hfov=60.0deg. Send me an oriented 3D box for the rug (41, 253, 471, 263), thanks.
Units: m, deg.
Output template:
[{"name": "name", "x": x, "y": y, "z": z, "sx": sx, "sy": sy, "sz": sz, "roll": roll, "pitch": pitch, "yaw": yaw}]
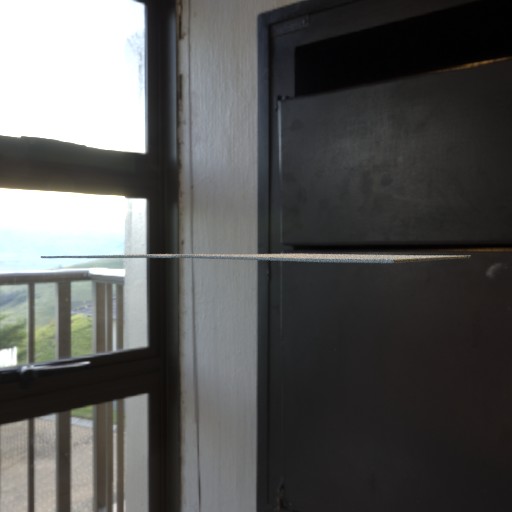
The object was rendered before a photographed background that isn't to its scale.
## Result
[{"name": "rug", "x": 0.000, "y": 0.000, "z": 2.881, "sx": 2.306, "sy": 0.030, "sz": 1.613, "roll": 0, "pitch": 1, "yaw": 35}]
